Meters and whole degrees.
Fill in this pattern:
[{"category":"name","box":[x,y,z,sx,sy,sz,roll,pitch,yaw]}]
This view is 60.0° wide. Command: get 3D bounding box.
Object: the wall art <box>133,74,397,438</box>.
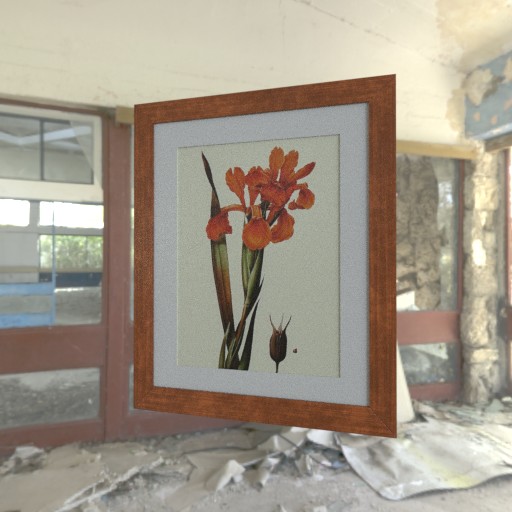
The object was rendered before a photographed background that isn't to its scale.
[{"category":"wall art","box":[0.000,0.000,0.774,0.467,0.567,0.033,0,0,17]}]
